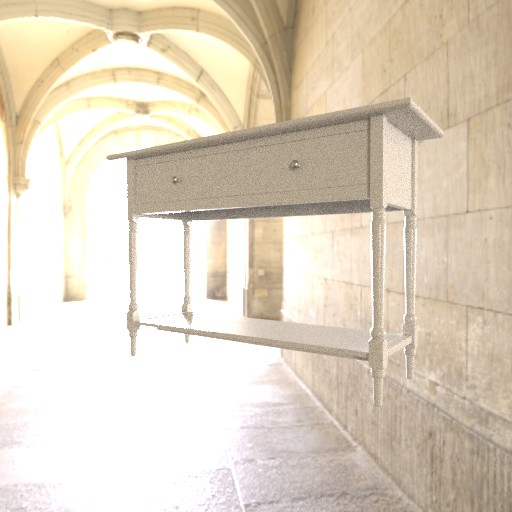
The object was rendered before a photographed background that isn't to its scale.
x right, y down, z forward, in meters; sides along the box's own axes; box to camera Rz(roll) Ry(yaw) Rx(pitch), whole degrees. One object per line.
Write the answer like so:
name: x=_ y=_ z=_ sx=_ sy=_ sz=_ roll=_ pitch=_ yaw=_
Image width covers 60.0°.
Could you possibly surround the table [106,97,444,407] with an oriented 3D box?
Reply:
table: x=0.000 y=0.000 z=1.602 sx=1.197 sy=0.808 sz=0.384 roll=0 pitch=1 yaw=35
